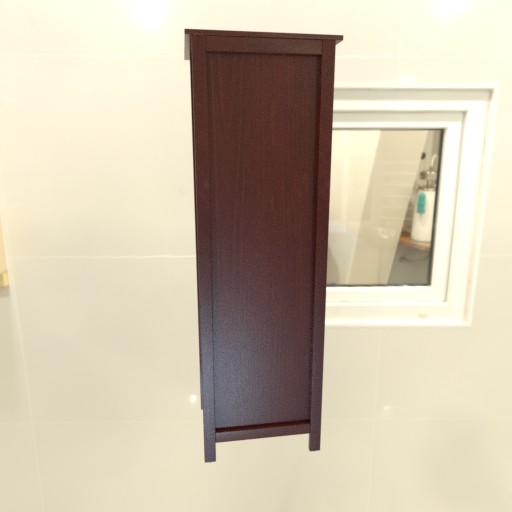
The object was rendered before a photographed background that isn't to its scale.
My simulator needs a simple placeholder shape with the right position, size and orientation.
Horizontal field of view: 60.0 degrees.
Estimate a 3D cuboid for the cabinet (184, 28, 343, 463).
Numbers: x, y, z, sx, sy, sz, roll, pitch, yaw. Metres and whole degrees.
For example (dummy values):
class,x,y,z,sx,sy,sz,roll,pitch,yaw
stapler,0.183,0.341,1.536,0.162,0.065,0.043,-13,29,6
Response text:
class,x,y,z,sx,sy,sz,roll,pitch,yaw
cabinet,0.000,0.000,1.738,0.500,1.518,0.401,-2,14,-9
